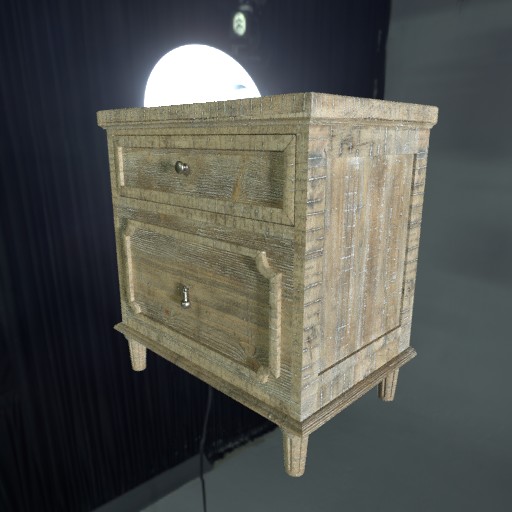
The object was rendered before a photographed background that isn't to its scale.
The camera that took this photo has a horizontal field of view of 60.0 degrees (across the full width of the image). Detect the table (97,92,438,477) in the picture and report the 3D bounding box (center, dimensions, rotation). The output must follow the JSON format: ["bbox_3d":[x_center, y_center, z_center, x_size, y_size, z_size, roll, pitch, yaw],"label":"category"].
[{"bbox_3d":[0.000,0.000,1.126,0.686,0.711,0.457,14,20,43],"label":"table"}]
